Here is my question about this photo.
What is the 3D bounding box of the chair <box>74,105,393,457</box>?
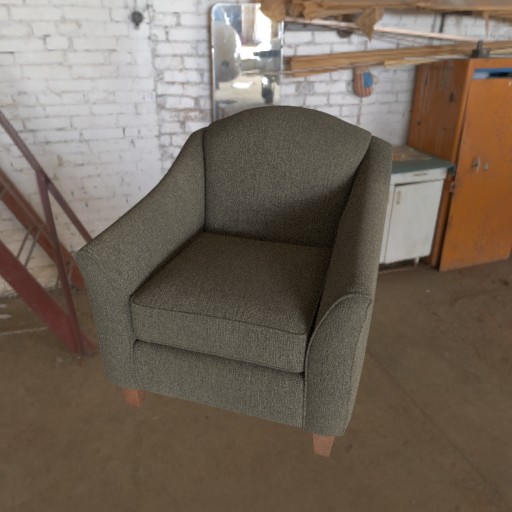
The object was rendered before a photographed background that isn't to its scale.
[{"bbox_3d":[0.000,0.000,1.424,0.763,0.839,0.787,8,27,16],"label":"chair"}]
